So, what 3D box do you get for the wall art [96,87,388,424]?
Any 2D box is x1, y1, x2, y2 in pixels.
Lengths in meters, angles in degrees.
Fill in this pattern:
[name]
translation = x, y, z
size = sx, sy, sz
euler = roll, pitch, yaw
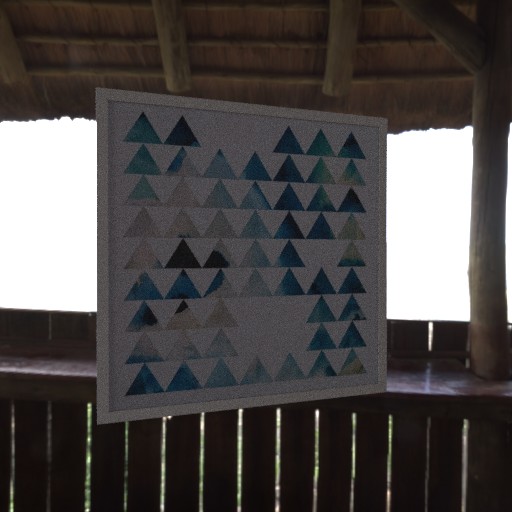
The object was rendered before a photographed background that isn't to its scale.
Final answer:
[wall art]
translation = 0.000, 0.000, 0.823
size = 0.557, 0.557, 0.012
euler = 0, 1, -18
